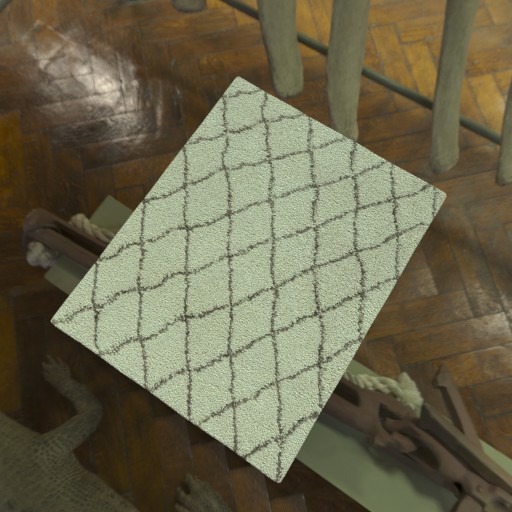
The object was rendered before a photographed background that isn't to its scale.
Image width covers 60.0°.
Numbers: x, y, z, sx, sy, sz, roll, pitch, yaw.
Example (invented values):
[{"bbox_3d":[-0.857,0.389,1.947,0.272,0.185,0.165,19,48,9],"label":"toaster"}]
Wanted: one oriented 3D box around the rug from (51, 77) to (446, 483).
[{"bbox_3d":[0.000,0.000,4.132,2.438,0.029,3.047,32,78,8],"label":"rug"}]
